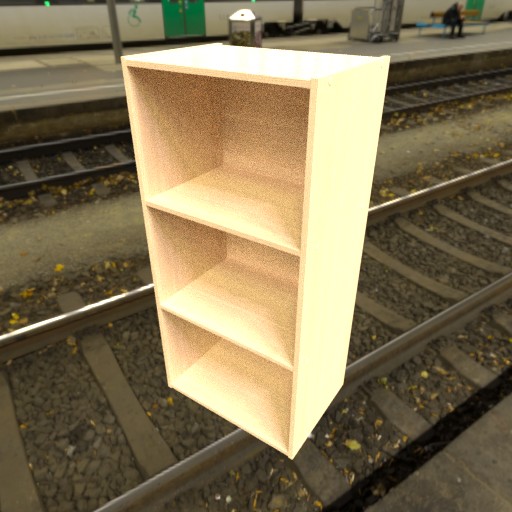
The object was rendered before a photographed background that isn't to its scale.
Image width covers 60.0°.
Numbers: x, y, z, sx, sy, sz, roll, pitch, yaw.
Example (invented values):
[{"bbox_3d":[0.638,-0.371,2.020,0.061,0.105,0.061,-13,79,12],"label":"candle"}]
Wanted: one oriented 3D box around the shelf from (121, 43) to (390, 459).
[{"bbox_3d":[0.000,0.000,1.060,0.417,0.876,0.292,19,36,29],"label":"shelf"}]
